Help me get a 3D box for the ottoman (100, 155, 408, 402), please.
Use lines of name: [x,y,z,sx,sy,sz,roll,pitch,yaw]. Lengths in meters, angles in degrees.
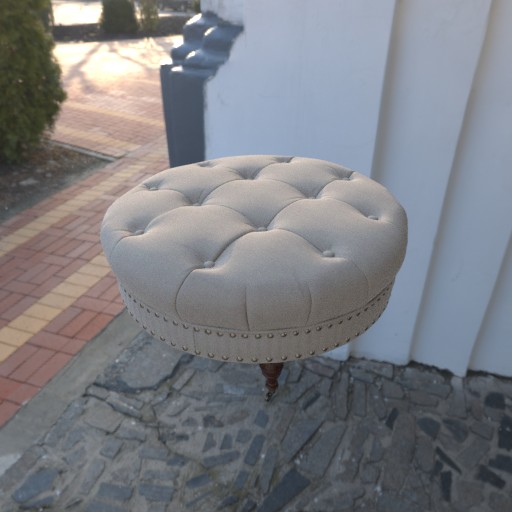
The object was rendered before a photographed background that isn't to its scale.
ottoman: [0.000,0.000,1.404,0.901,0.439,0.901,0,32,0]
